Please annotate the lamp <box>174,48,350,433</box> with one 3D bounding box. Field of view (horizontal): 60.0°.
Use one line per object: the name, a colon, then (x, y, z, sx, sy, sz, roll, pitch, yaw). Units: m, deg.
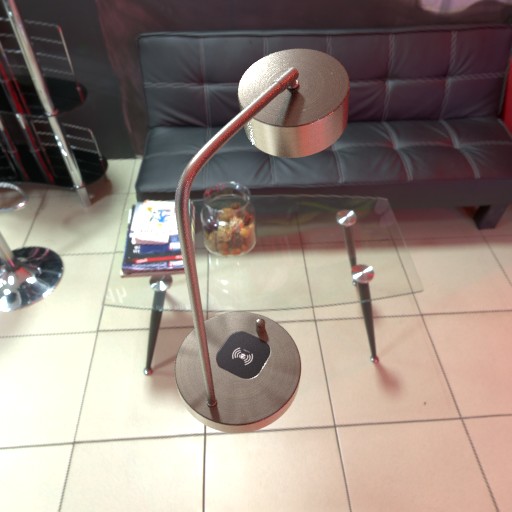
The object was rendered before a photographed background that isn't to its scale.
lamp: (0.000, 0.000, 0.628, 0.211, 0.469, 0.334, 22, 51, 20)
